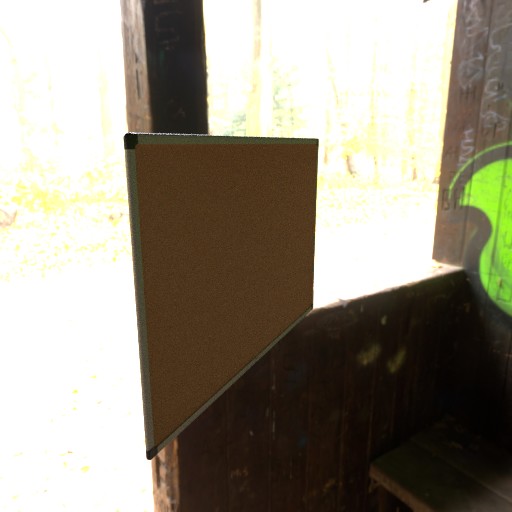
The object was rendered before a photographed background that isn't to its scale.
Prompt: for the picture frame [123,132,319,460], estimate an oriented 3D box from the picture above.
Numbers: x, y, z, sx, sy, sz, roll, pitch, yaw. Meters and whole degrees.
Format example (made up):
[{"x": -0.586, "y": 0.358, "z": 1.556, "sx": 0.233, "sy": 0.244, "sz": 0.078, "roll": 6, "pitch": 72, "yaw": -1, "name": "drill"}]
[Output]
[{"x": 0.000, "y": 0.000, "z": 1.151, "sx": 0.010, "sy": 0.600, "sz": 0.900, "roll": 7, "pitch": 16, "yaw": 26, "name": "picture frame"}]
